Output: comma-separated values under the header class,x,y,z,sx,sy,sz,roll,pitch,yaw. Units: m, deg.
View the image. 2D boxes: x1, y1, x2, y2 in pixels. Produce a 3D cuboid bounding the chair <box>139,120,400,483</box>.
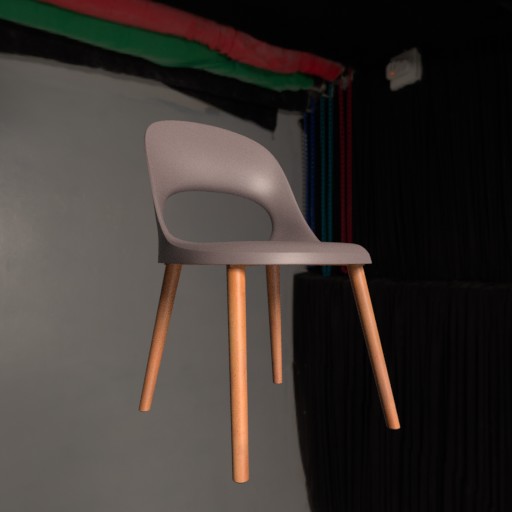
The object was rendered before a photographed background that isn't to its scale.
class,x,y,z,sx,sy,sz,roll,pitch,yaw
chair,0.000,0.000,1.108,0.470,0.794,0.556,0,0,-35
